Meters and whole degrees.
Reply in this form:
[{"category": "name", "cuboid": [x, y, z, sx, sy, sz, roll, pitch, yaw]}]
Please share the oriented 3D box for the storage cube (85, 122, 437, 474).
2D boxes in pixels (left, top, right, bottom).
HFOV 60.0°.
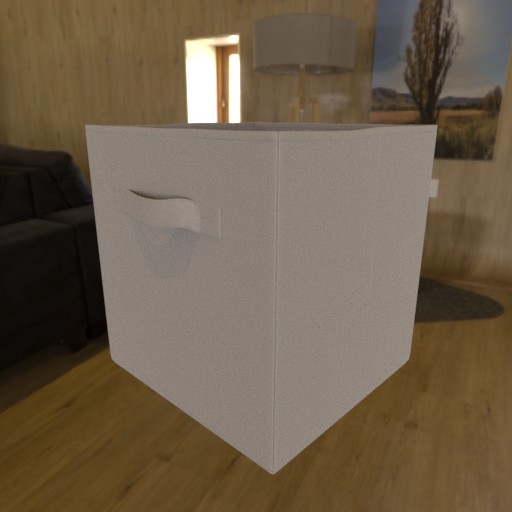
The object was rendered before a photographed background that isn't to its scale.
[{"category": "storage cube", "cuboid": [0.000, 0.000, 0.493, 0.270, 0.280, 0.270, 16, 24, 41]}]
